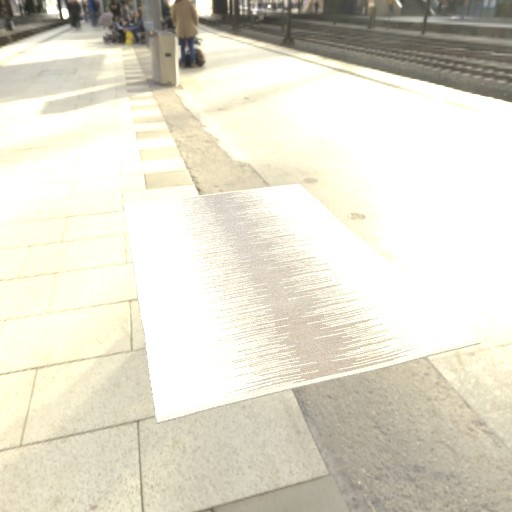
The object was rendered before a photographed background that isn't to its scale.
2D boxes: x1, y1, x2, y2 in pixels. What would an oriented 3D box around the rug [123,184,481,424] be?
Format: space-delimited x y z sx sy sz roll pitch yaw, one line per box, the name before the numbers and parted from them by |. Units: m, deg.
rug | 0.000 0.000 2.278 1.226 0.007 1.815 -9 31 -15
